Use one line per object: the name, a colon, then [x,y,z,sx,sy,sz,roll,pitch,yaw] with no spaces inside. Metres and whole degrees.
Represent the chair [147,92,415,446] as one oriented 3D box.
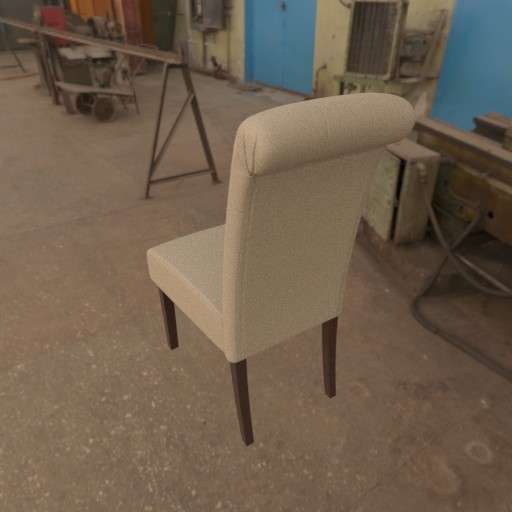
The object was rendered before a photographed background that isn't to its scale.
chair: [0.000,0.000,1.331,0.456,1.006,0.671,-19,36,-28]
